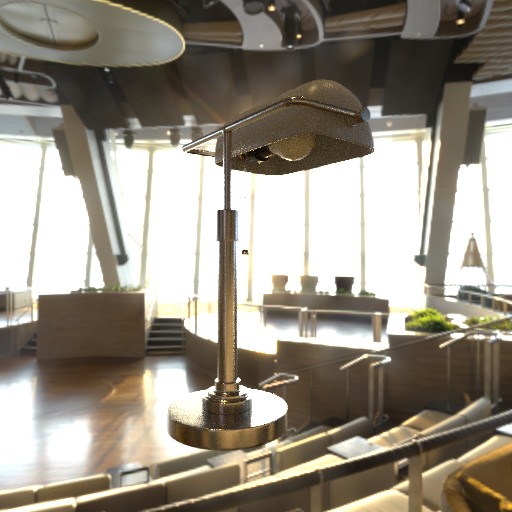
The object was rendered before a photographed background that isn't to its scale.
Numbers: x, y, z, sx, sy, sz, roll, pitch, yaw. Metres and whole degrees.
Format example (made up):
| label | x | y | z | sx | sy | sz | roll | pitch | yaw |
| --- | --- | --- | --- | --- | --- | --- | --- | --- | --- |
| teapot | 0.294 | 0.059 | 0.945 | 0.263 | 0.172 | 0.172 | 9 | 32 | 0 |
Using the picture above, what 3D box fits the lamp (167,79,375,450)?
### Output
| label | x | y | z | sx | sy | sz | roll | pitch | yaw |
| --- | --- | --- | --- | --- | --- | --- | --- | --- | --- |
| lamp | 0.000 | 0.000 | 0.555 | 0.227 | 0.404 | 0.269 | 0 | 0 | -35 |
